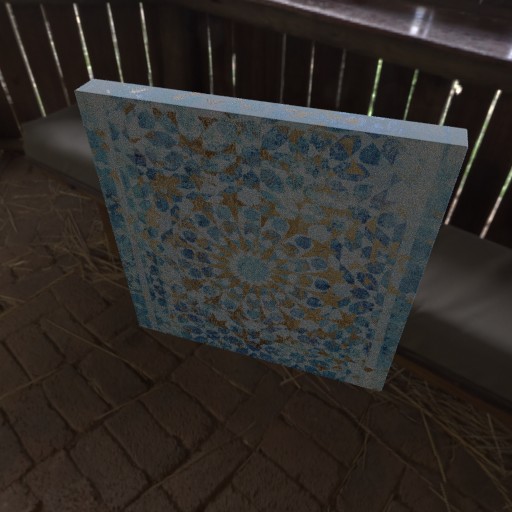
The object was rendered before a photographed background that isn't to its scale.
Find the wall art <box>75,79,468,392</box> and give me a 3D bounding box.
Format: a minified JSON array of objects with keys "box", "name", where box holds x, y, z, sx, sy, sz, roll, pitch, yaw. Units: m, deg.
[{"box":[0.000,0.000,0.586,0.405,0.405,0.037,12,44,13],"name":"wall art"}]
